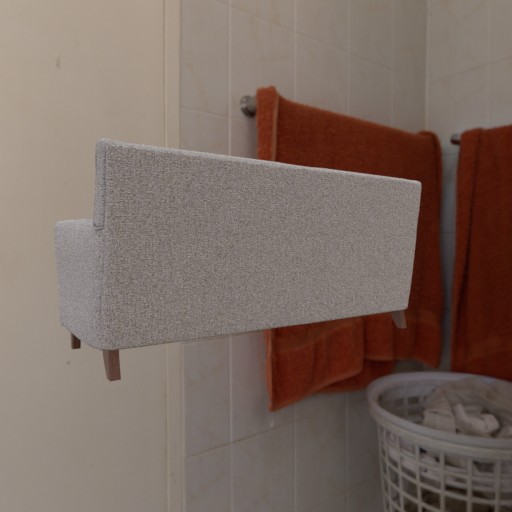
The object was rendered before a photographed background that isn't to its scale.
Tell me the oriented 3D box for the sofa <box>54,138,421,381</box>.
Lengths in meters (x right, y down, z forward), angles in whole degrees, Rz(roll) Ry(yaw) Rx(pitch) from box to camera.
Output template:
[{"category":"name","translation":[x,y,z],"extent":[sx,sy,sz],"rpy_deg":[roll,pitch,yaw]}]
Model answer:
[{"category":"sofa","translation":[0.000,0.000,2.555],"extent":[2.026,0.942,0.854],"rpy_deg":[-1,2,-35]}]
